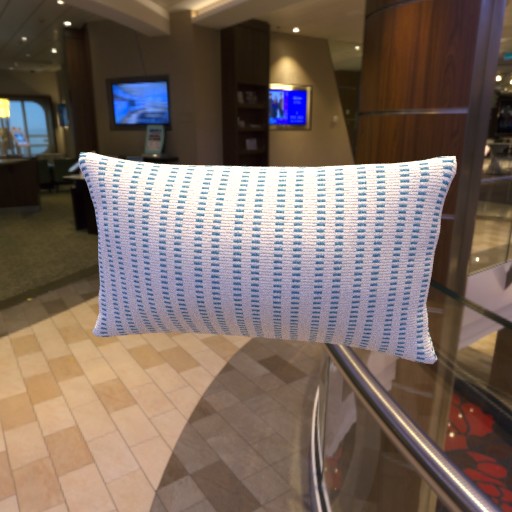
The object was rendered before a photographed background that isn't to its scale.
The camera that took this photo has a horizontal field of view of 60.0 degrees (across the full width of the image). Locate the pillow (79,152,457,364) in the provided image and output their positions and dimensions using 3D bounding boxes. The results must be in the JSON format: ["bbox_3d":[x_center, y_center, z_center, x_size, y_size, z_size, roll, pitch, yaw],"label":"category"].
[{"bbox_3d":[0.000,0.000,0.785,0.640,0.353,0.210,3,16,9],"label":"pillow"}]
